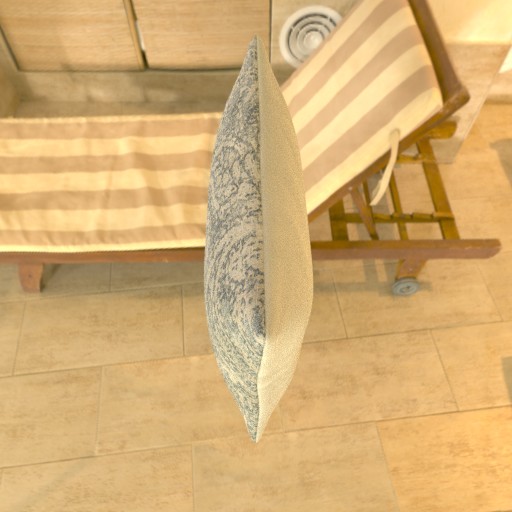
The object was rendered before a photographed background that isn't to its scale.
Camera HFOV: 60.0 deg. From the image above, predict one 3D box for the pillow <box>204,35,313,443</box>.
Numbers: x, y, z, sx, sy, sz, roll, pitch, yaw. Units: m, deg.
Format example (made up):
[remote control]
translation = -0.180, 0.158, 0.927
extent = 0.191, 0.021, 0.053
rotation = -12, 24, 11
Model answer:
[pillow]
translation = 0.000, 0.000, 0.774
extent = 0.166, 0.510, 0.523
rotation = -1, 56, -1
